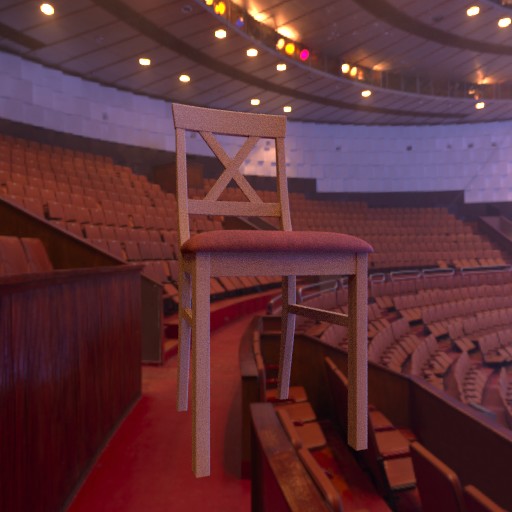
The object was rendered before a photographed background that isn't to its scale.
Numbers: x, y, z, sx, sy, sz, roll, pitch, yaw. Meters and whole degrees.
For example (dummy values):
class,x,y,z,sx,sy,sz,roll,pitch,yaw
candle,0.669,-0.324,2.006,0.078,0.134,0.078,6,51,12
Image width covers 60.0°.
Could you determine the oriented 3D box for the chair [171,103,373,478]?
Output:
class,x,y,z,sx,sy,sz,roll,pitch,yaw
chair,0.000,0.000,1.184,0.439,0.912,0.492,0,0,-19
